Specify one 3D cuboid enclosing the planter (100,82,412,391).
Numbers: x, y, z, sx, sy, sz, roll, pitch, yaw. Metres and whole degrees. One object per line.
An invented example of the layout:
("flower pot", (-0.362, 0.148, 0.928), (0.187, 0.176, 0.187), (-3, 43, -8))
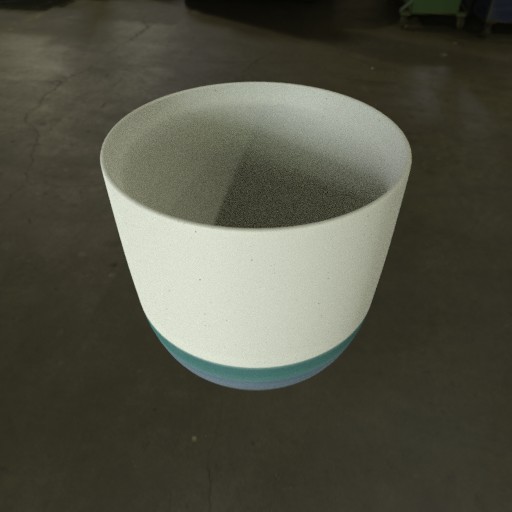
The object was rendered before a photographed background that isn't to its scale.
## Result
("planter", (0.000, 0.000, 0.369), (0.204, 0.214, 0.204), (0, 42, 0))
